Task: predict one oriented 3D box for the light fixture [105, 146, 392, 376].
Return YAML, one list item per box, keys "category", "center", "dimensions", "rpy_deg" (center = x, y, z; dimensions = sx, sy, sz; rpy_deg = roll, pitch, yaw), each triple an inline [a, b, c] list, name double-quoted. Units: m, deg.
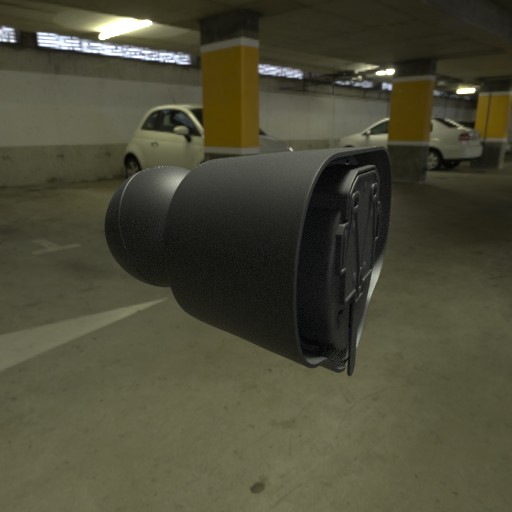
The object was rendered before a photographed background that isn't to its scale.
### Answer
- category: "light fixture"
  center: [0.000, 0.000, 0.333]
  dimensions: [0.159, 0.159, 0.229]
  rpy_deg: [8, 18, 26]
